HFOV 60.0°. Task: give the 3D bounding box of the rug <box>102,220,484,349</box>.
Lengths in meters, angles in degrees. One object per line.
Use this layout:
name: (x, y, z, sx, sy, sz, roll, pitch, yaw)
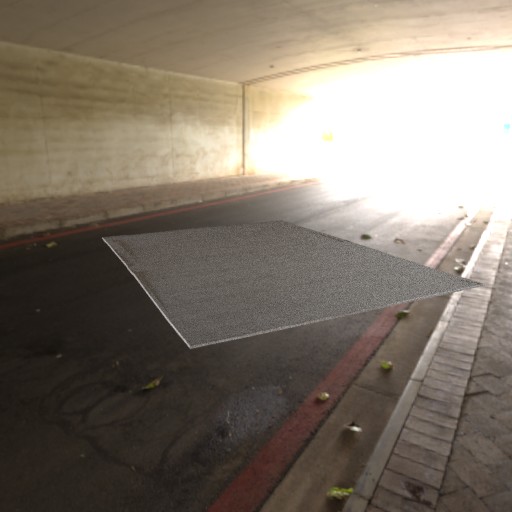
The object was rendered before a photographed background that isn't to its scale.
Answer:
rug: (0.000, 0.000, 5.119, 2.873, 0.053, 3.778, -7, 16, -26)
